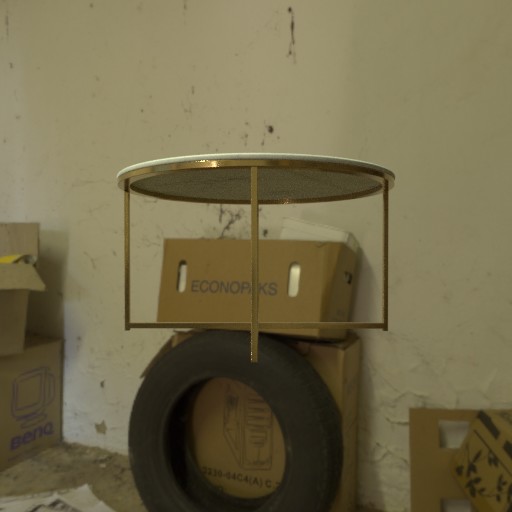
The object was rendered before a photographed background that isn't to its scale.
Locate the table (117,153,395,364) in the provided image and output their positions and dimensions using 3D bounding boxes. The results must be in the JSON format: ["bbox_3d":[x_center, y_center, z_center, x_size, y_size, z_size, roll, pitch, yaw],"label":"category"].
[{"bbox_3d":[0.000,0.000,1.338,0.800,0.450,0.800,0,1,0],"label":"table"}]
